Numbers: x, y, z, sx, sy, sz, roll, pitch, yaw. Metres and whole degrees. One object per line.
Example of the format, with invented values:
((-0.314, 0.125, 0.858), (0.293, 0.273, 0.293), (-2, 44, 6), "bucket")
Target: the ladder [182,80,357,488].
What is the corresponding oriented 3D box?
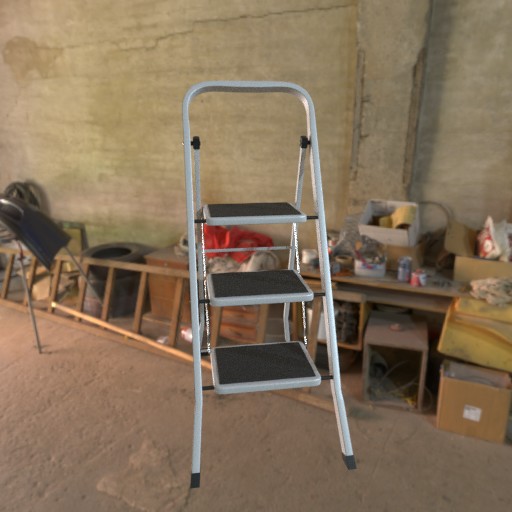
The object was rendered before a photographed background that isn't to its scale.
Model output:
((0.000, 0.000, 1.386), (0.460, 1.050, 0.711), (-3, 17, -8), "ladder")
